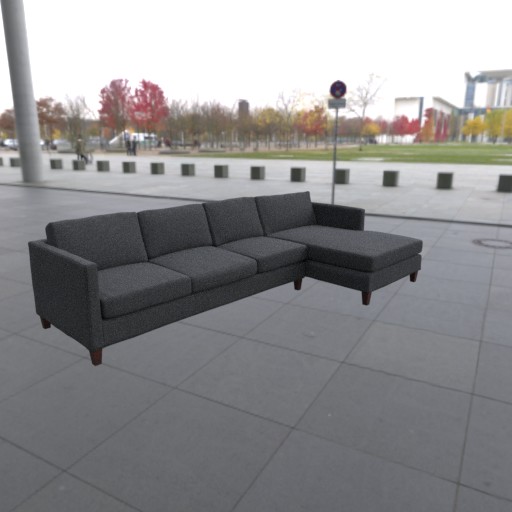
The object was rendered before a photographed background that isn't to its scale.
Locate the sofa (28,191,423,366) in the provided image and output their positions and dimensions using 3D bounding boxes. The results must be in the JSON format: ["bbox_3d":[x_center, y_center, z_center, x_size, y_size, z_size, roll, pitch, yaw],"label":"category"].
[{"bbox_3d":[0.000,0.000,3.870,1.625,0.846,3.186,14,20,42],"label":"sofa"}]
